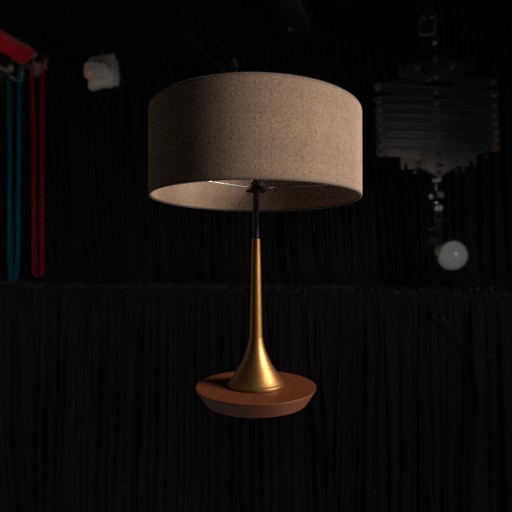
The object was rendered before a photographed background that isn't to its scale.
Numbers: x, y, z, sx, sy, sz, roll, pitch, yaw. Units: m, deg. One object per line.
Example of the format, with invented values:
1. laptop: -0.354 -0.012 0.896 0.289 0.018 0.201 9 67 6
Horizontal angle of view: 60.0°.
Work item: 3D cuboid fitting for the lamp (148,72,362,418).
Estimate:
1. lamp: 0.000 0.000 0.848 0.396 0.551 0.417 0 -1 17
